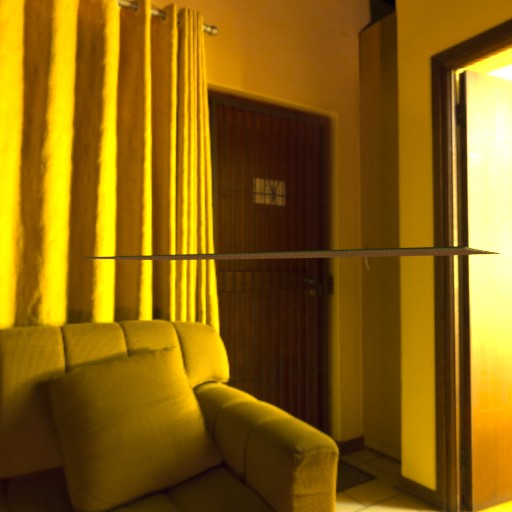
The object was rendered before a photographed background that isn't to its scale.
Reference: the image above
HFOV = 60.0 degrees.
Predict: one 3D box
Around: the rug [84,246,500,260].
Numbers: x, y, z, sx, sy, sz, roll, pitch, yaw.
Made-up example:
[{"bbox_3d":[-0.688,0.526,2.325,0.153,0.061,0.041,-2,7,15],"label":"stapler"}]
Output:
[{"bbox_3d":[0.000,0.000,2.349,2.196,0.011,0.662,-1,-2,37],"label":"rug"}]
